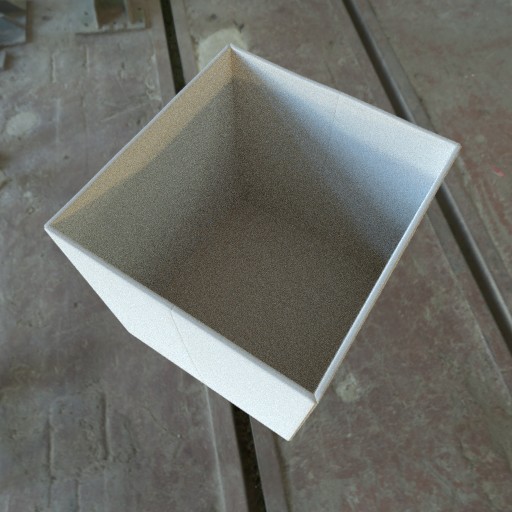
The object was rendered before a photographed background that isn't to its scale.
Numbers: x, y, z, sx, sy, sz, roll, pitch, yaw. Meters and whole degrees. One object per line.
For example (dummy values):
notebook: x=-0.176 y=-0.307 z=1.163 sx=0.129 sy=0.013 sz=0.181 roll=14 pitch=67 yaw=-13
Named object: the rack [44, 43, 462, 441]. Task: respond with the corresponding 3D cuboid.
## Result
rack: x=0.000 y=0.000 z=0.499 sx=0.270 sy=0.280 sz=0.270 roll=30 pitch=66 yaw=15
